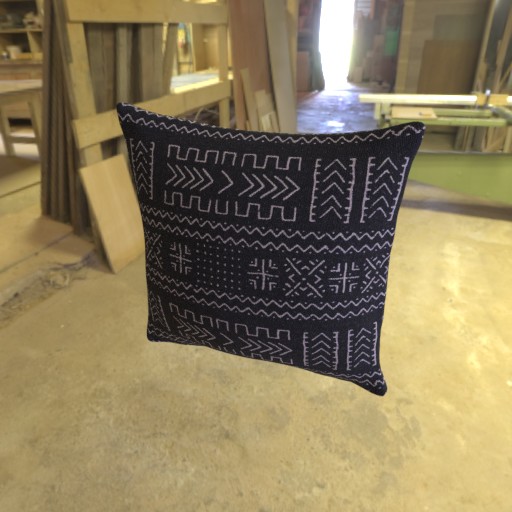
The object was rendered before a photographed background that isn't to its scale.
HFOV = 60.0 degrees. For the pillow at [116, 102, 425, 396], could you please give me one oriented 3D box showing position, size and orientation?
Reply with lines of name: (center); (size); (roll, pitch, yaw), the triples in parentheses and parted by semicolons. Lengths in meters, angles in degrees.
pillow: (0.000, 0.000, 0.677); (0.438, 0.430, 0.164); (9, 27, 18)
